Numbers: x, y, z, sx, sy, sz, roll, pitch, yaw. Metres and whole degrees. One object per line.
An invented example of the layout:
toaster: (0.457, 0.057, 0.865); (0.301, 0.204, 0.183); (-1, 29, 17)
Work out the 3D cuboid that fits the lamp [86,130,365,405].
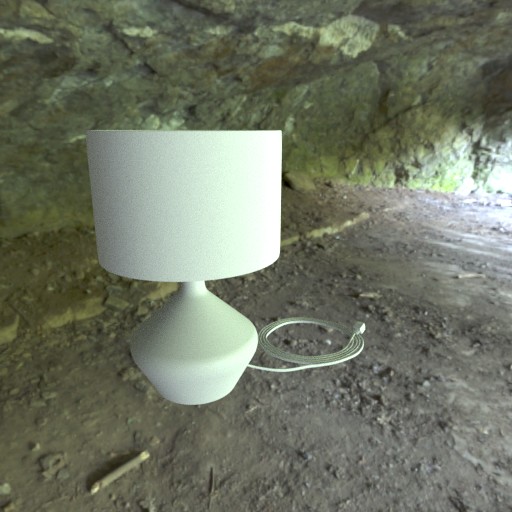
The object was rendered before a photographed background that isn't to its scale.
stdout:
lamp: (0.000, 0.000, 0.837); (0.546, 0.457, 0.401); (-3, 16, -9)
